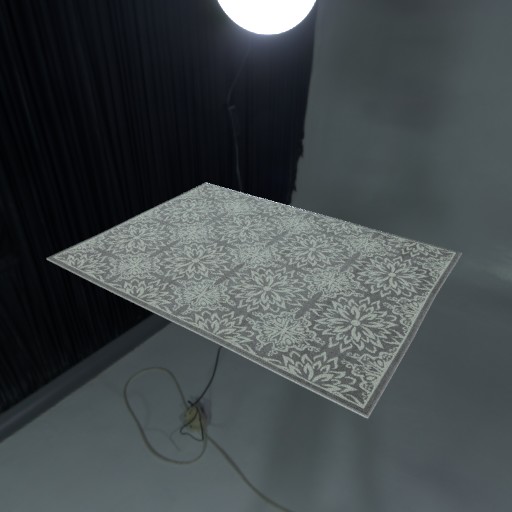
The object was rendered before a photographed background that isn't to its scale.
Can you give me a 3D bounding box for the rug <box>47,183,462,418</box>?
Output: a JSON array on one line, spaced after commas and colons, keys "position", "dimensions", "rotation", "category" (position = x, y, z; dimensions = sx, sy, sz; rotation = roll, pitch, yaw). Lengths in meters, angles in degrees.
[{"position": [0.000, 0.000, 2.913], "dimensions": [2.213, 0.014, 1.608], "rotation": [19, 36, 29], "category": "rug"}]
